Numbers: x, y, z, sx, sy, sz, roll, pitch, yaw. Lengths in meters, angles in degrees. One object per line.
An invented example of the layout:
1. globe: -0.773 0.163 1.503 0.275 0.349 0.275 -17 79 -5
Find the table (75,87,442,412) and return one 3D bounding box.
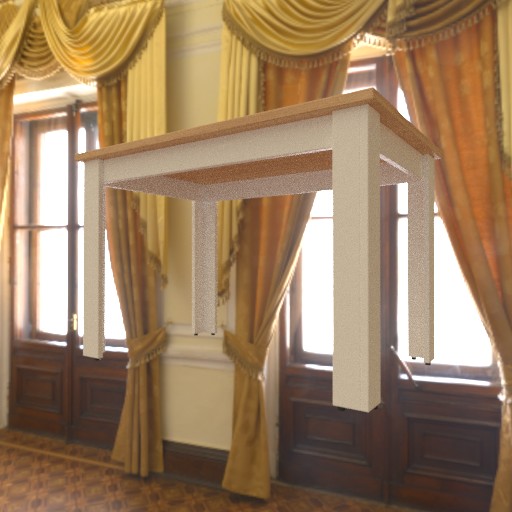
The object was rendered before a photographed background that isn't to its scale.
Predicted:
1. table: 0.000 0.000 1.570 1.100 0.734 0.700 0 -1 34
